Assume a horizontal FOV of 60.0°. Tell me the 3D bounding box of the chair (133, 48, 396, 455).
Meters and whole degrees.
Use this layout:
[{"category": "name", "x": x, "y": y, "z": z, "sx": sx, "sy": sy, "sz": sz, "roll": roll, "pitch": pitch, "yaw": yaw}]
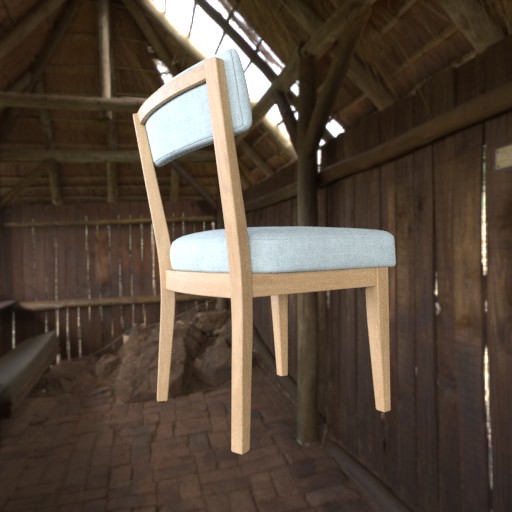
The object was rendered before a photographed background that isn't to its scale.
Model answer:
[{"category": "chair", "x": 0.000, "y": 0.000, "z": 1.201, "sx": 0.572, "sy": 0.832, "sz": 0.508, "roll": 0, "pitch": 0, "yaw": -35}]
